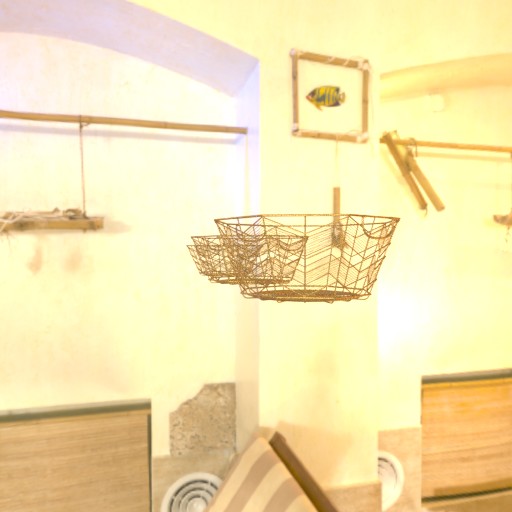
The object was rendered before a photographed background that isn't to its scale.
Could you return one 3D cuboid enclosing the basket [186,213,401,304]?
[{"bbox_3d":[0.000,0.000,1.425,0.432,0.178,1.245,0,1,-16],"label":"basket"}]
